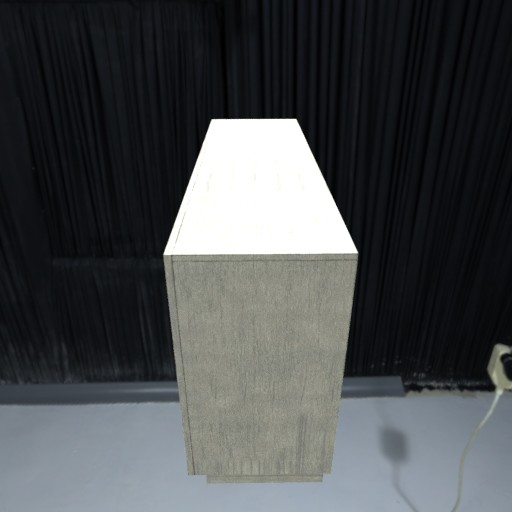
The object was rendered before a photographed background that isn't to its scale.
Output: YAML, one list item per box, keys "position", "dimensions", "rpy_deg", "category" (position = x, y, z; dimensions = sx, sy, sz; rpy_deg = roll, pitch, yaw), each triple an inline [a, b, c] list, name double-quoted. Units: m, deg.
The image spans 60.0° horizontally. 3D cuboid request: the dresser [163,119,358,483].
- position: [0.000, 0.000, 2.018]
  dimensions: [0.483, 0.889, 1.628]
  rpy_deg: [0, 28, -1]
  category: "dresser"
